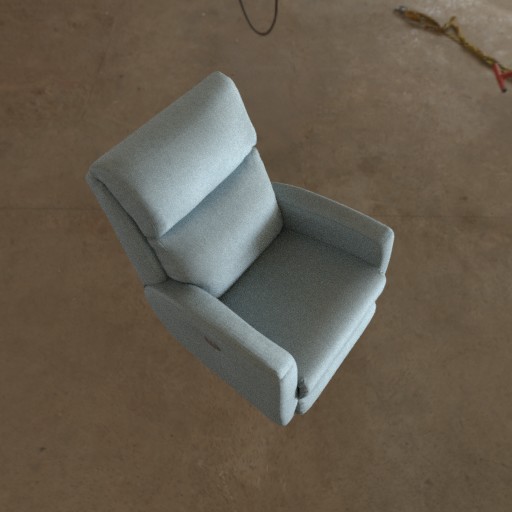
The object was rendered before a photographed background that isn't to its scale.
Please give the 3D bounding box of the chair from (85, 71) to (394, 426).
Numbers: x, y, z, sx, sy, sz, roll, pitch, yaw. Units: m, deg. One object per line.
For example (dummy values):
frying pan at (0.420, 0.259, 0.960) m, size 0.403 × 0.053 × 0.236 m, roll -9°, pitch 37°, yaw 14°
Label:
chair at (0.000, 0.000, 1.727) m, size 0.940 × 1.016 × 0.794 m, roll 33°, pitch 63°, yaw 19°
